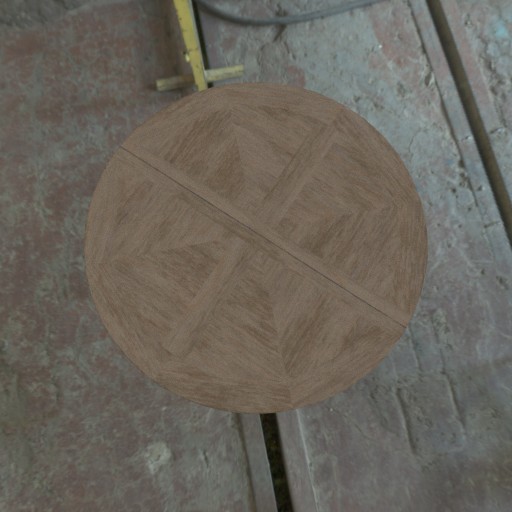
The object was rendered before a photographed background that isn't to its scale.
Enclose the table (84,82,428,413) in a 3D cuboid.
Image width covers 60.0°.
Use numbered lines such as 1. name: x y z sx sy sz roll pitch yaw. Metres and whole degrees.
1. table: 0.000 0.000 2.075 1.319 0.762 1.319 0 76 0
